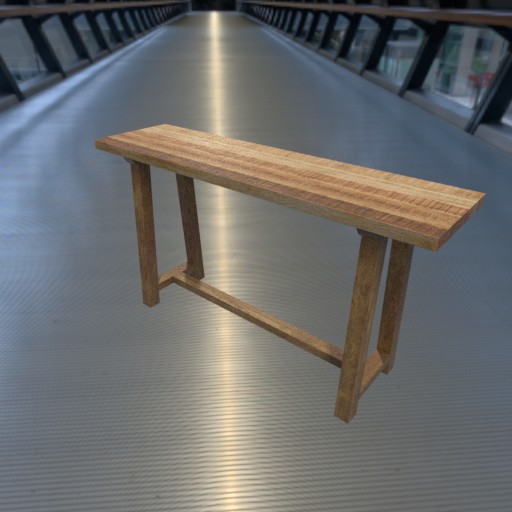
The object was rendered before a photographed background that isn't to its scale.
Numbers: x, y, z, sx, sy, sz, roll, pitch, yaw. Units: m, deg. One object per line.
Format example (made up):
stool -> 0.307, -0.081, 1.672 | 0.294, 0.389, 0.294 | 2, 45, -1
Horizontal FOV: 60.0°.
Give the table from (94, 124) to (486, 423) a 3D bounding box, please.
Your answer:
table -> 0.000, 0.000, 1.865 | 1.524, 0.810, 0.405 | 22, 36, 34
